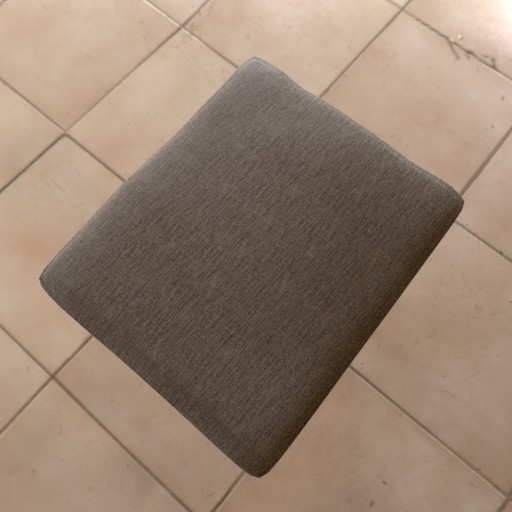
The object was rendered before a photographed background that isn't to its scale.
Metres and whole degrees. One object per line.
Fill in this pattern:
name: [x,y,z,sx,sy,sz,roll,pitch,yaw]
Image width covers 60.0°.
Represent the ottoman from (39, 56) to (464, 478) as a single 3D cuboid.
ottoman: [0.000,0.000,1.454,0.839,0.492,0.994,38,77,10]
